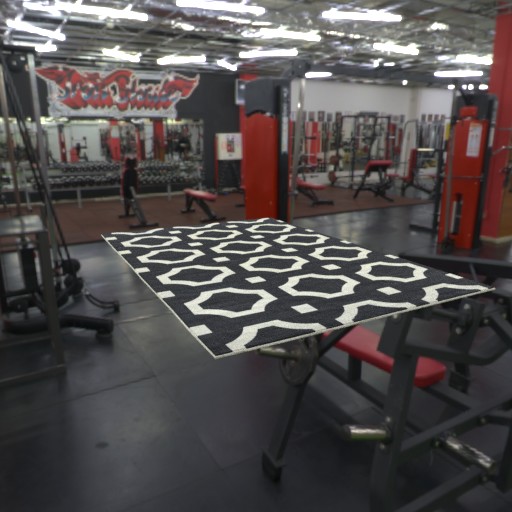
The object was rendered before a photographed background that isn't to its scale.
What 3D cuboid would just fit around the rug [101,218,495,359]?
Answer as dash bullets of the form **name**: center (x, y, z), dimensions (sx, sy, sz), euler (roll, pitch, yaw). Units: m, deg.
- **rug**: center (0.000, 0.000, 2.881), dimensions (1.555, 0.016, 2.286), euler (-8, 17, -27)
